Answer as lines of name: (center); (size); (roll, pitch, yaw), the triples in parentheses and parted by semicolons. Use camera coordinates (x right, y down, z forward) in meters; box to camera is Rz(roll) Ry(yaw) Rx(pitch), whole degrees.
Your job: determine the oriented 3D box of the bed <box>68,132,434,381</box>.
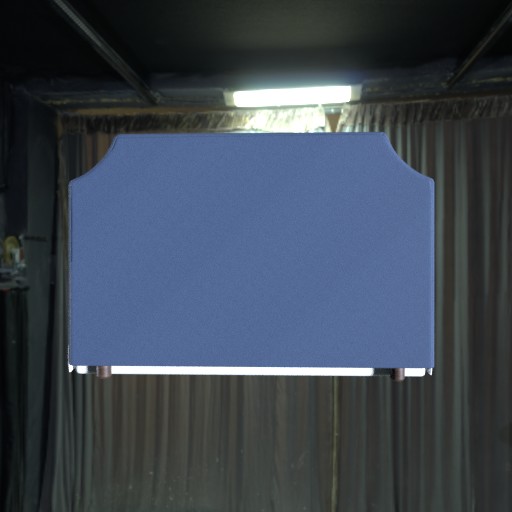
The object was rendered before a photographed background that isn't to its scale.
bed: (0.000, 0.000, 4.029); (2.350, 1.488, 2.773); (0, 0, 2)
